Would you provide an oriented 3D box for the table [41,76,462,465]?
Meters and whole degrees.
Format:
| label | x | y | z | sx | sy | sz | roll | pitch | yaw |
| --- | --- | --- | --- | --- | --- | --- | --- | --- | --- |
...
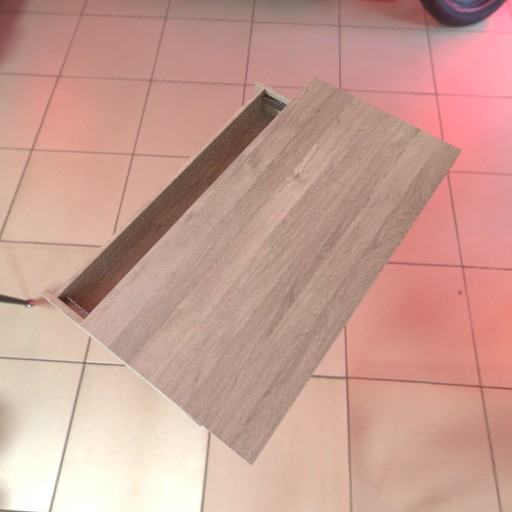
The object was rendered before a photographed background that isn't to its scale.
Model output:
| label | x | y | z | sx | sy | sz | roll | pitch | yaw |
| --- | --- | --- | --- | --- | --- | --- | --- | --- | --- |
| table | 0.000 | 0.000 | 1.421 | 0.712 | 0.570 | 1.000 | 33 | 68 | 15 |
